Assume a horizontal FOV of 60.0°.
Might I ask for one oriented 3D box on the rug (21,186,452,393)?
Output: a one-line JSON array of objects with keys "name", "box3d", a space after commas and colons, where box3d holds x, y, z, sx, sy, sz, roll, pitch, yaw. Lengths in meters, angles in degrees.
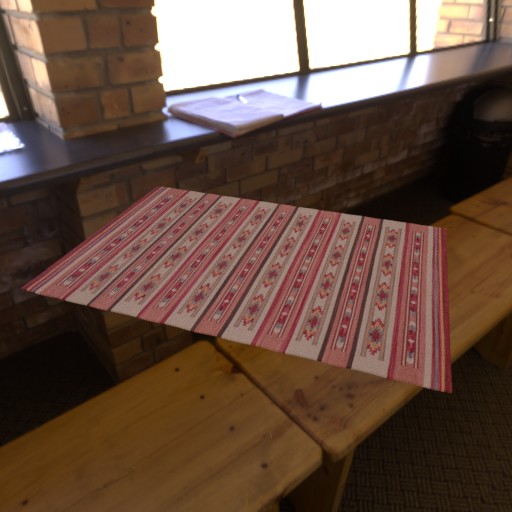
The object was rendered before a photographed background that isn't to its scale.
[{"name": "rug", "box3d": [0.000, 0.000, 2.229, 1.817, 0.008, 1.223, 10, 34, 16]}]
